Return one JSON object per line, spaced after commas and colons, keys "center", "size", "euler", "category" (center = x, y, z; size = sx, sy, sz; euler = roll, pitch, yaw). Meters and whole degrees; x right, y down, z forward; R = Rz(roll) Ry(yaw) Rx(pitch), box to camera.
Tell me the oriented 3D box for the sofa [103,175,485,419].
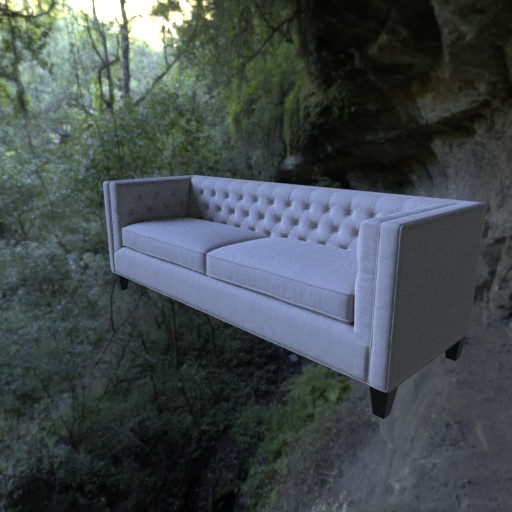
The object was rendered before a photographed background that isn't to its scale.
{"center": [0.000, 0.000, 2.553], "size": [0.775, 0.762, 2.159], "euler": [-14, 20, -42], "category": "sofa"}
